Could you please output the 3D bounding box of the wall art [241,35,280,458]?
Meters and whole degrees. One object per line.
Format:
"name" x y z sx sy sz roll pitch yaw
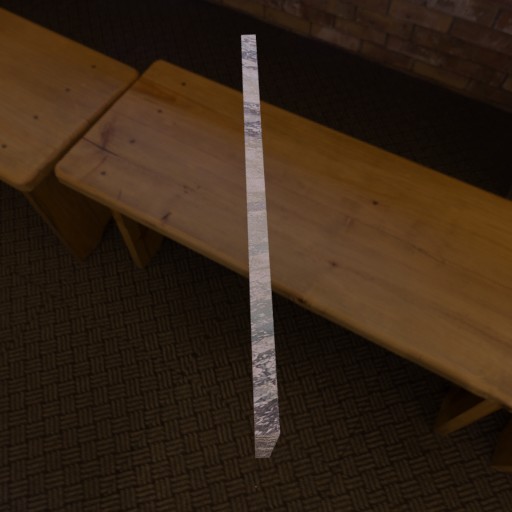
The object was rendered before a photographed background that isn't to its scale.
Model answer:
"wall art" 0.000 0.000 1.147 0.038 0.598 0.919 -2 63 -1
